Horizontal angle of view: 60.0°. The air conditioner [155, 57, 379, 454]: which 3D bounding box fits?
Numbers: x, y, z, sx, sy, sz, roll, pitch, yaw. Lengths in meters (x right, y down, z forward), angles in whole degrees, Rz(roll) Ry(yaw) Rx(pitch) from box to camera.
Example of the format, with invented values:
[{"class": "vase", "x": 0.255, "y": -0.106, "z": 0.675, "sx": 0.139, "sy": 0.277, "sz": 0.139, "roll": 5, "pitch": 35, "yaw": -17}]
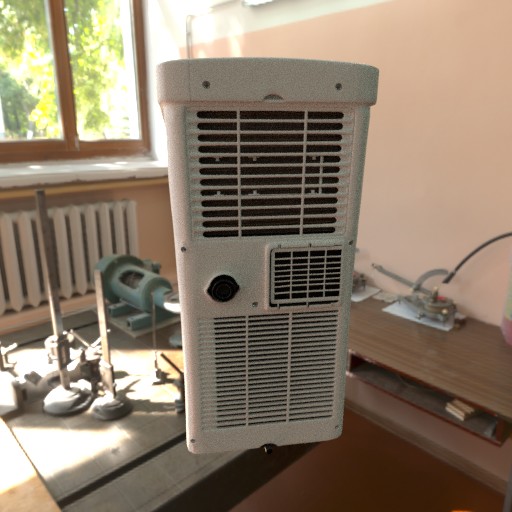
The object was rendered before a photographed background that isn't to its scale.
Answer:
[{"class": "air conditioner", "x": 0.000, "y": 0.000, "z": 0.923, "sx": 0.352, "sy": 0.716, "sz": 0.369, "roll": -2, "pitch": 16, "yaw": -9}]
